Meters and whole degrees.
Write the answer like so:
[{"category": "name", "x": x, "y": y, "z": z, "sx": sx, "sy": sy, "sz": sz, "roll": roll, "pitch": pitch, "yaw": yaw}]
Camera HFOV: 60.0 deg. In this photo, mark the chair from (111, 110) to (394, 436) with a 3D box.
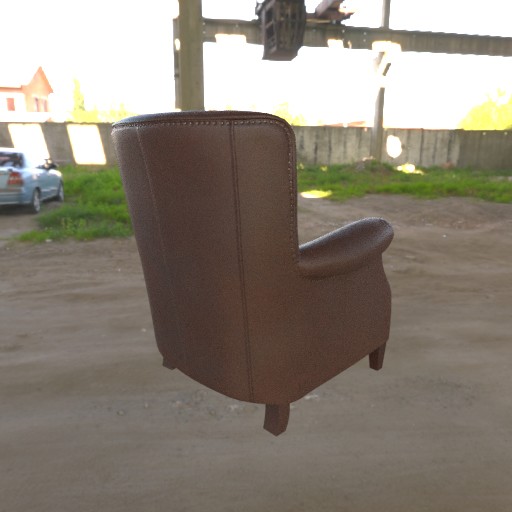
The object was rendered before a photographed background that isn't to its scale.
[{"category": "chair", "x": 0.000, "y": 0.000, "z": 1.354, "sx": 0.746, "sy": 0.800, "sz": 0.700, "roll": -13, "pitch": 19, "yaw": -42}]
